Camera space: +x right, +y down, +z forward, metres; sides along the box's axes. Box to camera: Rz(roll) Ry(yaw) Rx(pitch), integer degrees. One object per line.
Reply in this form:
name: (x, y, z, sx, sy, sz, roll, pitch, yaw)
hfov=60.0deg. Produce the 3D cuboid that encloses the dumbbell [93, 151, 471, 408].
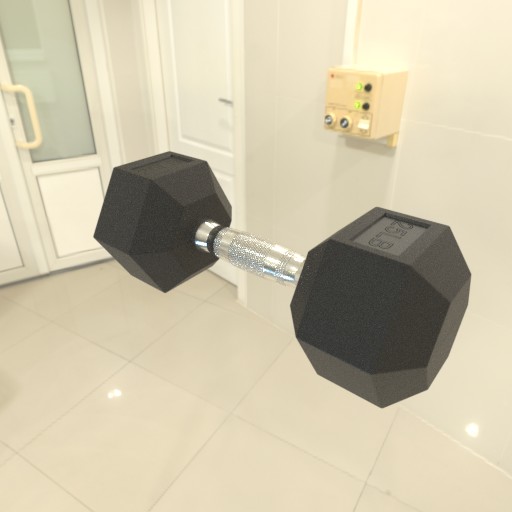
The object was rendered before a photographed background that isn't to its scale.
dumbbell: (0.000, 0.000, 0.367, 0.315, 0.113, 0.129, 22, 36, 33)
